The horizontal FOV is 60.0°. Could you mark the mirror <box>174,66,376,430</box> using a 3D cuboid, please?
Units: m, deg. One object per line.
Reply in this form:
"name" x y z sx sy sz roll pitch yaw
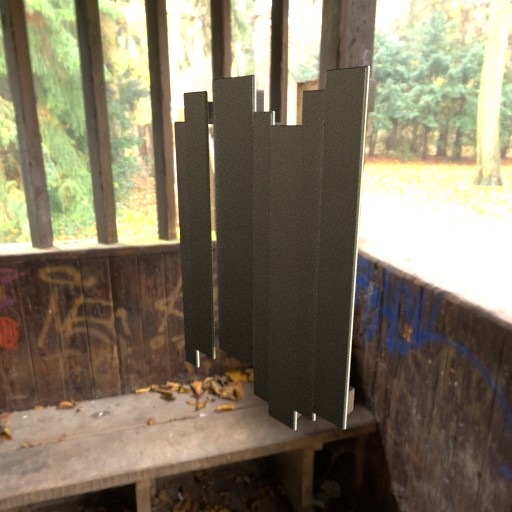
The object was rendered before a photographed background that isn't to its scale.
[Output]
"mirror" 0.000 0.000 0.802 0.445 0.611 0.058 15 22 42
